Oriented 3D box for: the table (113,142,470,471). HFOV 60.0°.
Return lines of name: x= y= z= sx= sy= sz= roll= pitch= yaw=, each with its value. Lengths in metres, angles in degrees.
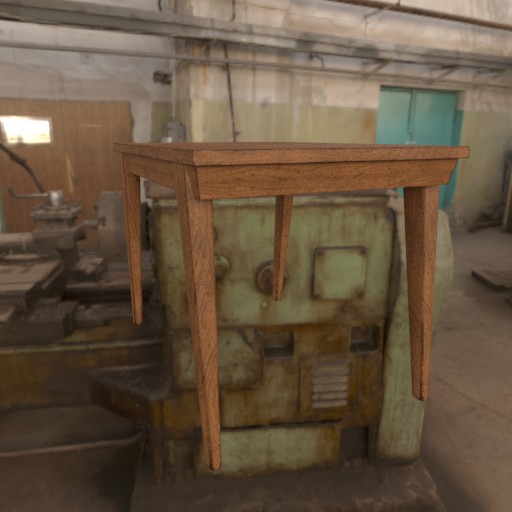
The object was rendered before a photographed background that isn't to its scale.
table: x=0.000 y=0.000 z=1.553 sx=0.757 sy=0.760 sz=1.027 roll=-7 pitch=17 yaw=-24
